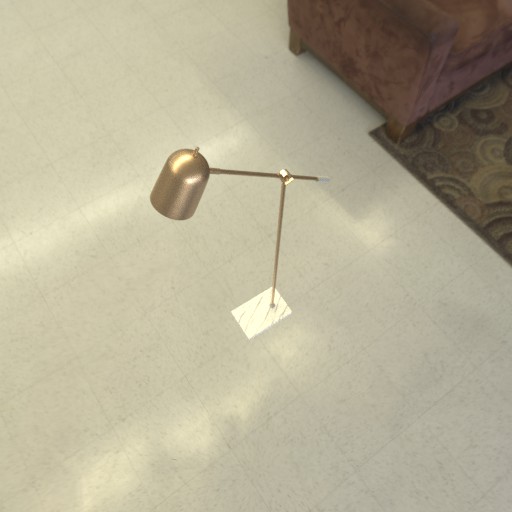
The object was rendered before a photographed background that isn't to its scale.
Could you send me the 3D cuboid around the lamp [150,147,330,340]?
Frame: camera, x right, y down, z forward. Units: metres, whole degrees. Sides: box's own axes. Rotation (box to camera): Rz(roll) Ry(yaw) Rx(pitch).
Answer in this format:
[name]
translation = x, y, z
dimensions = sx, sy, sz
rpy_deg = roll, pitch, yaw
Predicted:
[lamp]
translation = 0.000, 0.000, 1.847
dimensions = 0.653, 1.594, 0.194
rpy_deg = -30, 68, -14
